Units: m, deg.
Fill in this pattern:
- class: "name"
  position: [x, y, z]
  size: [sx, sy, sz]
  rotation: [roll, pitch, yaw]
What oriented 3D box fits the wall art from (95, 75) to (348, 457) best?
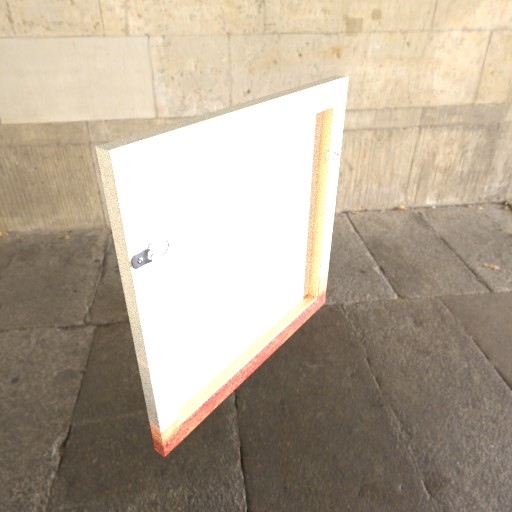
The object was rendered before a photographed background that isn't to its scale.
- class: "wall art"
  position: [0.000, 0.000, 1.130]
  size: [0.042, 0.760, 0.760]
  rotation: [22, 38, 31]
